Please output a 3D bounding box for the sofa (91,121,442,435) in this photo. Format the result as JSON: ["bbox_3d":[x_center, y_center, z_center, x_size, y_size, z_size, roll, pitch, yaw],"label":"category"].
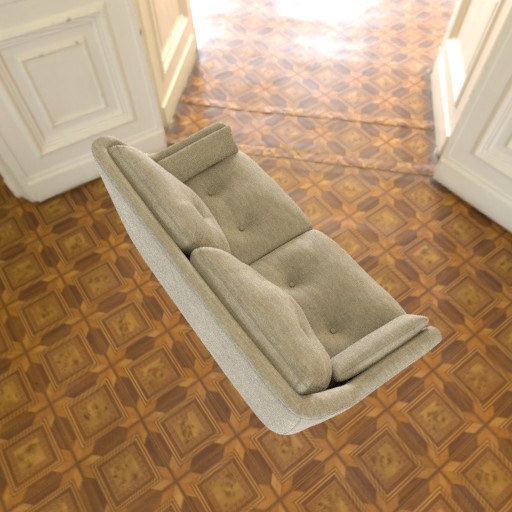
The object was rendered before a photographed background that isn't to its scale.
[{"bbox_3d":[0.000,0.000,2.498,0.976,0.897,1.930,-32,63,-19],"label":"sofa"}]
